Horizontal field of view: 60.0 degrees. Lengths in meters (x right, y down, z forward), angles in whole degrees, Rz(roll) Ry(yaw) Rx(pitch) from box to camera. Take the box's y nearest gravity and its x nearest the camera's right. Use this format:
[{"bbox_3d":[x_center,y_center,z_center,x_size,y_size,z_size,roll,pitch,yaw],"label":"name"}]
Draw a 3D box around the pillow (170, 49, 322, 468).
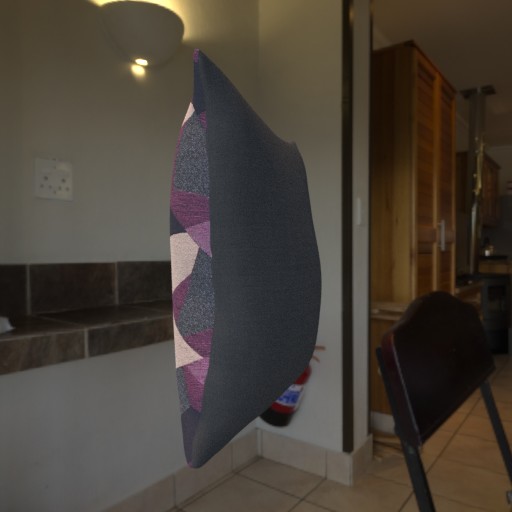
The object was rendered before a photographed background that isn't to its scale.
[{"bbox_3d":[0.000,0.000,0.748,0.208,0.496,0.503,0,0,18],"label":"pillow"}]
